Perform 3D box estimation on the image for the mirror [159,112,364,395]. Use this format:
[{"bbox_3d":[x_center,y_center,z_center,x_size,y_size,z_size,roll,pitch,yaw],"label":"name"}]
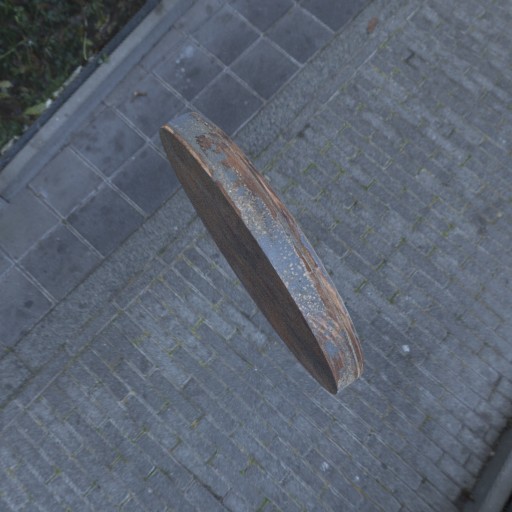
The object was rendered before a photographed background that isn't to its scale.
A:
[{"bbox_3d":[0.000,0.000,0.866,0.061,0.585,0.585,-33,78,-8],"label":"mirror"}]
